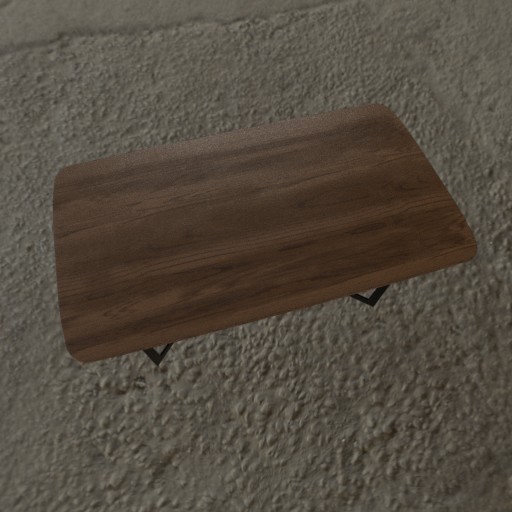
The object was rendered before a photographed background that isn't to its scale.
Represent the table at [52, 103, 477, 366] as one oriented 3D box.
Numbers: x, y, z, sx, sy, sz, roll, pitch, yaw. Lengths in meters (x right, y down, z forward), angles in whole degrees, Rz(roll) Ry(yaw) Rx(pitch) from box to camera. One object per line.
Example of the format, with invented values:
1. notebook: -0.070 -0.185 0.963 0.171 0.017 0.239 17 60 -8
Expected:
1. table: 0.000 0.000 2.184 1.643 0.765 0.949 -14 60 -8
